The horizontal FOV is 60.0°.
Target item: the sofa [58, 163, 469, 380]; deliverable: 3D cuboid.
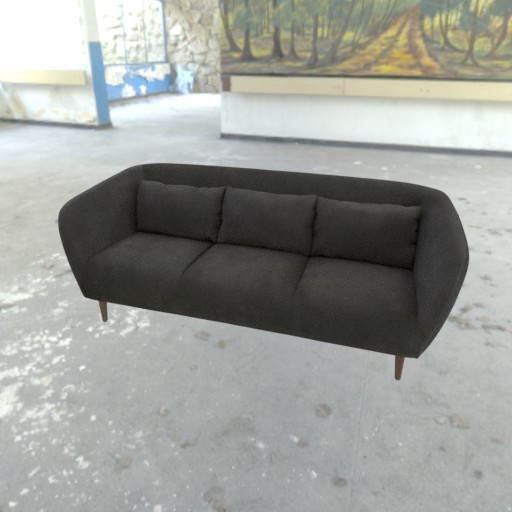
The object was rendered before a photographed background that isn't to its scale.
[{"bbox_3d":[0.000,0.000,2.764,2.296,0.875,0.956,8,26,16],"label":"sofa"}]
